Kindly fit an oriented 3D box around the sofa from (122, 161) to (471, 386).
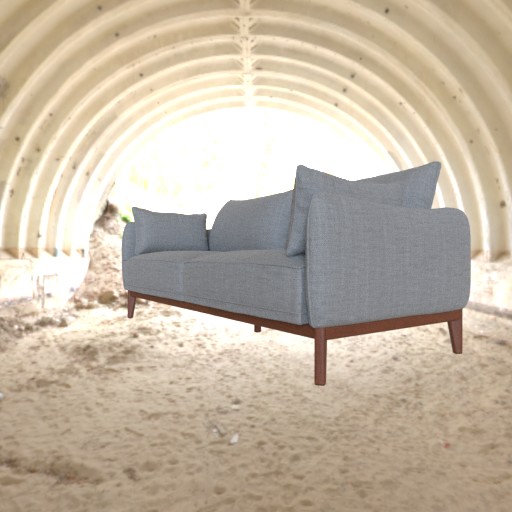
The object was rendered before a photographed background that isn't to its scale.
[{"bbox_3d":[0.000,0.000,2.459,0.972,0.851,1.989,0,0,-35],"label":"sofa"}]
